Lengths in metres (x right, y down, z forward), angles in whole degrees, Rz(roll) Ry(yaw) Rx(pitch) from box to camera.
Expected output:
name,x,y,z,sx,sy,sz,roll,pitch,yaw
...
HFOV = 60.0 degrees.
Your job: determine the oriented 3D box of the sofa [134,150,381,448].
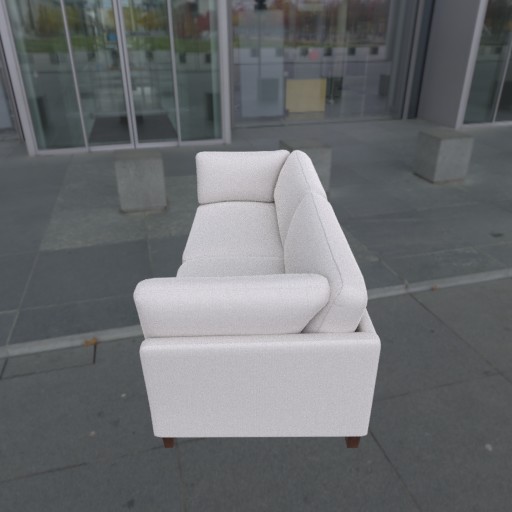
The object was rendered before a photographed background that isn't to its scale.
name,x,y,z,sx,sy,sz,roll,pitch,yaw
sofa,0.000,0.000,2.773,0.957,0.863,2.301,0,27,0
